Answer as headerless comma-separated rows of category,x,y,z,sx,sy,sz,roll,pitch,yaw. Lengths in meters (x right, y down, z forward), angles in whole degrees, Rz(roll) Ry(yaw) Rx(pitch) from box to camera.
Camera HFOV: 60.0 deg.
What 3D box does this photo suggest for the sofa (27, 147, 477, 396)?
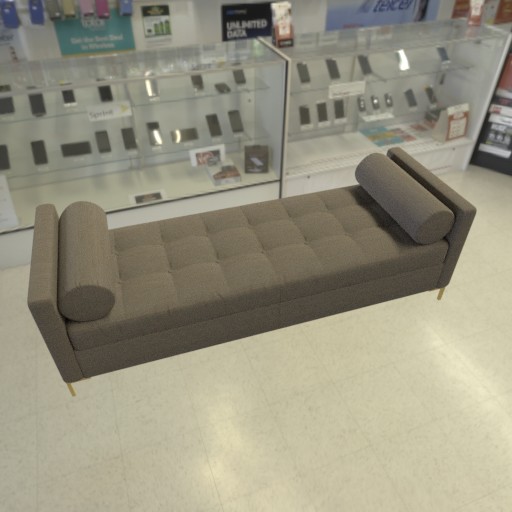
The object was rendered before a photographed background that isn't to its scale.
sofa,0.000,0.000,2.282,1.981,0.635,0.686,-12,42,-14
